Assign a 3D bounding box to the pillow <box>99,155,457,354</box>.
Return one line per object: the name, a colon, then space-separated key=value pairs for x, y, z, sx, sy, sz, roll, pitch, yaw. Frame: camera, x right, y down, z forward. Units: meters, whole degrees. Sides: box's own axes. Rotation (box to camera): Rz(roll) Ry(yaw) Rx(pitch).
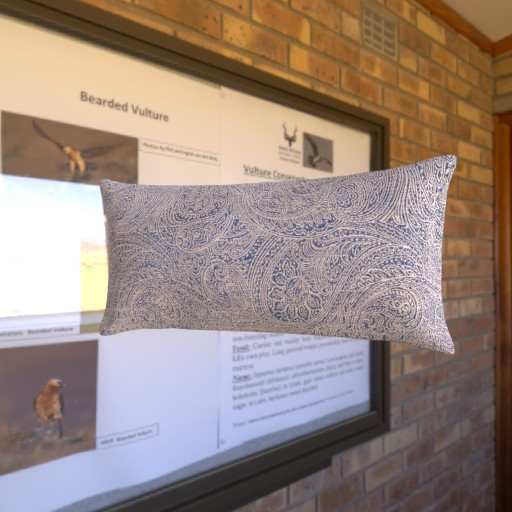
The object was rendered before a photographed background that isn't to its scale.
pillow: x=0.000 y=0.000 z=0.739 sx=0.615 sy=0.295 sz=0.151 roll=0 pitch=-1 yaw=17
